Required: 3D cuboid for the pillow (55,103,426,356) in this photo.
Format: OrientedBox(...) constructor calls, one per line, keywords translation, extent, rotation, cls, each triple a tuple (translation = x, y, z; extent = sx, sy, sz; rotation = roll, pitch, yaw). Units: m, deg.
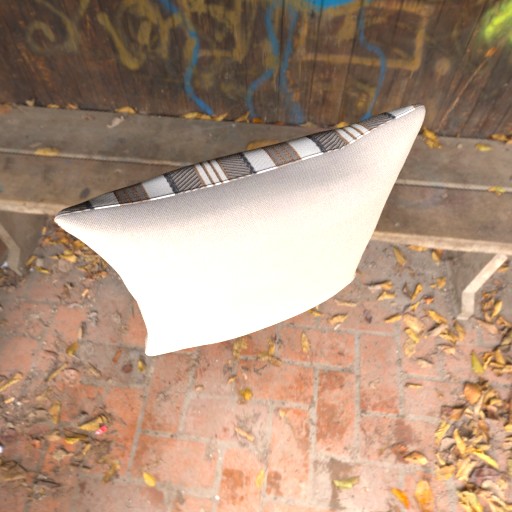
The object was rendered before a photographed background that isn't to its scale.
OrientedBox(translation=(0.000, 0.000, 0.630), extent=(0.416, 0.401, 0.173), rotation=(-19, 60, -11), cls="pillow")
